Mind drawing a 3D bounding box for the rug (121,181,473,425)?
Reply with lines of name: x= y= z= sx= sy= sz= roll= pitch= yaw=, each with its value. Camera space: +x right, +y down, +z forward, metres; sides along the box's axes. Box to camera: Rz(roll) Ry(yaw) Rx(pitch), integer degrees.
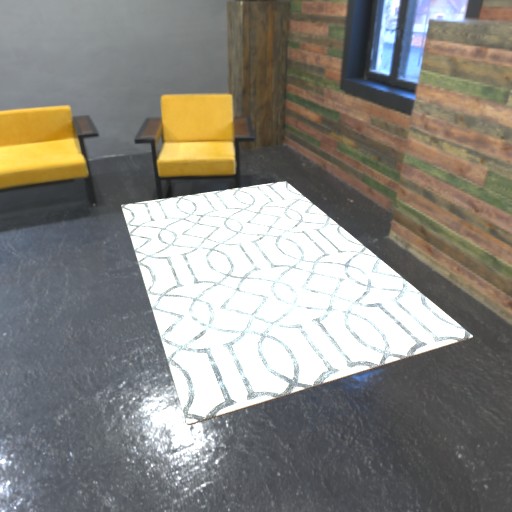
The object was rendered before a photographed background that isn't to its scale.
rug: x=0.000 y=0.000 z=3.016 sx=1.521 sy=0.017 sz=2.365 roll=-11 pitch=32 yaw=-18
